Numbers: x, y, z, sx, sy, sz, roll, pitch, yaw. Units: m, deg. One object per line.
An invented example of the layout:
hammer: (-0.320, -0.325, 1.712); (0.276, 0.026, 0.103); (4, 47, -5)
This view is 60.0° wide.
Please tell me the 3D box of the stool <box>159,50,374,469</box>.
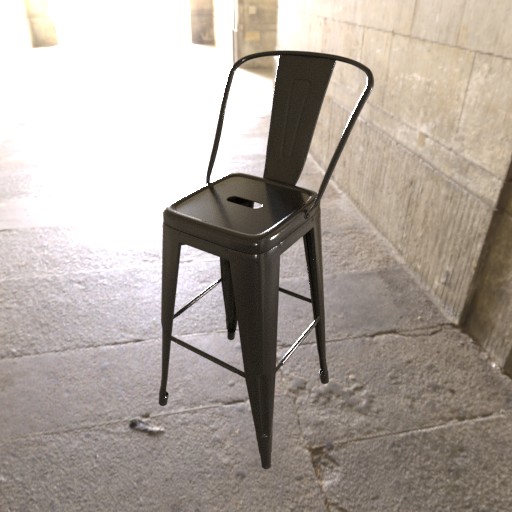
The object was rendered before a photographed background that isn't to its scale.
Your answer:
stool: (0.000, 0.000, 1.272); (0.432, 1.022, 0.528); (19, 37, 28)
